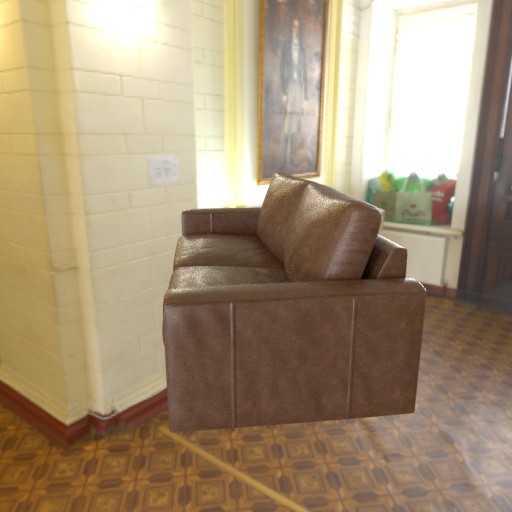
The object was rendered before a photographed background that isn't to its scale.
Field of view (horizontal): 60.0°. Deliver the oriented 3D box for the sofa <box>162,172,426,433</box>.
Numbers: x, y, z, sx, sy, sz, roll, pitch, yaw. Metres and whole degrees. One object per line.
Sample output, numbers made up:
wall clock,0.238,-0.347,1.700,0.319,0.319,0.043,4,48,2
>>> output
sofa,0.000,0.000,2.664,1.016,0.873,2.179,-2,15,-7
